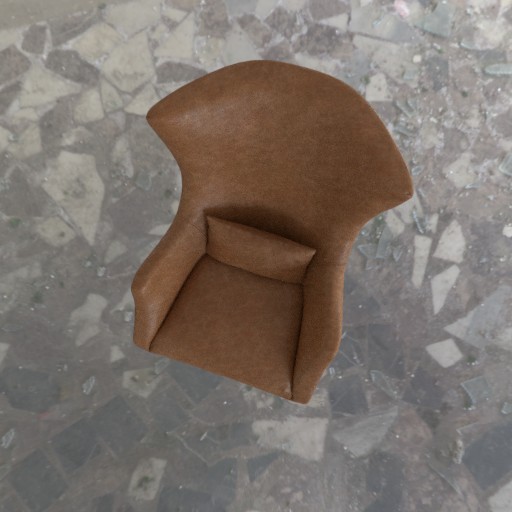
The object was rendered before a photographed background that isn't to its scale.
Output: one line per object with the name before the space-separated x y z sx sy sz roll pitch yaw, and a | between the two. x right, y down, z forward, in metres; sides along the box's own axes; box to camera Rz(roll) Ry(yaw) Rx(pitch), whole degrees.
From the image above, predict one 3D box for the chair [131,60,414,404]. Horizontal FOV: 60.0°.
chair | 0.000 0.000 1.743 0.846 1.067 0.955 18 75 5
